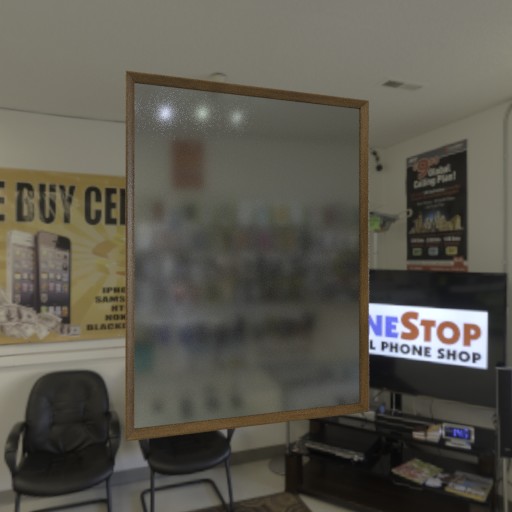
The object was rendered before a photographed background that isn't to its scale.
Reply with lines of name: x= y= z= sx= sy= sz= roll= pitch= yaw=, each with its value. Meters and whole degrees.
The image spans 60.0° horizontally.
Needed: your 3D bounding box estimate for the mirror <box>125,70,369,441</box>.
mirror: x=0.000 y=0.000 z=1.349 sx=0.762 sy=1.016 sz=0.041 roll=0 pitch=0 yaw=-18
